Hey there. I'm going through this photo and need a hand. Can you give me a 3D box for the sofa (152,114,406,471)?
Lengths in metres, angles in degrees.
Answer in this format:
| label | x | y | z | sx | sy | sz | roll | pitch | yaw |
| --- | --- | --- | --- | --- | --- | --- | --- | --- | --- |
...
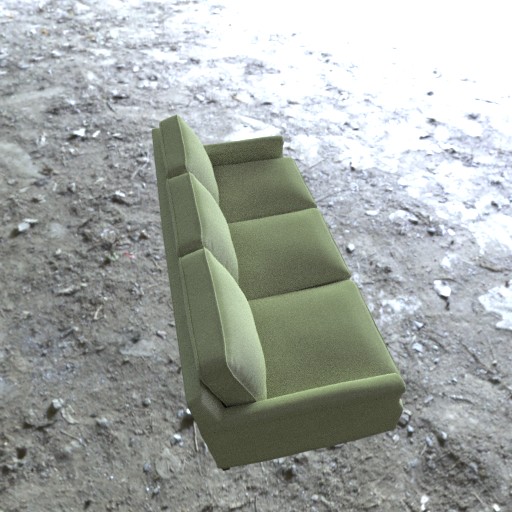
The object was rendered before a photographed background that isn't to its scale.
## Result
| label | x | y | z | sx | sy | sz | roll | pitch | yaw |
| --- | --- | --- | --- | --- | --- | --- | --- | --- | --- |
| sofa | 0.000 | 0.000 | 2.824 | 1.084 | 1.003 | 2.246 | -9 | 48 | -9 |
